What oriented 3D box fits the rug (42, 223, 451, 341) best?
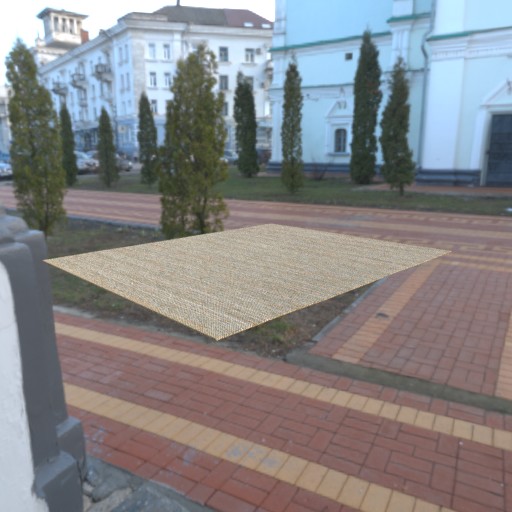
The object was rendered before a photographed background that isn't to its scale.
[{"bbox_3d":[0.000,0.000,4.208,3.034,0.012,2.471,-13,18,-43],"label":"rug"}]
